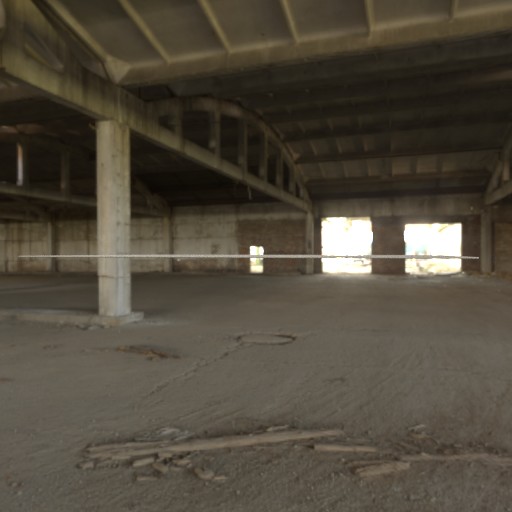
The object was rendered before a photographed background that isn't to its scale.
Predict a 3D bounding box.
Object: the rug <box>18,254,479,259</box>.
[{"bbox_3d":[0.000,0.000,2.935,2.438,0.008,1.523,0,0,18],"label":"rug"}]
